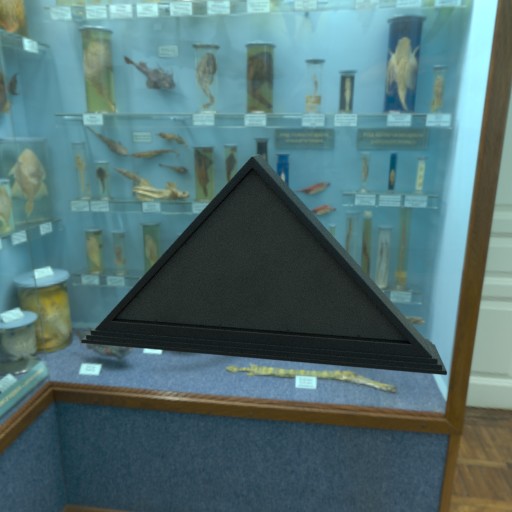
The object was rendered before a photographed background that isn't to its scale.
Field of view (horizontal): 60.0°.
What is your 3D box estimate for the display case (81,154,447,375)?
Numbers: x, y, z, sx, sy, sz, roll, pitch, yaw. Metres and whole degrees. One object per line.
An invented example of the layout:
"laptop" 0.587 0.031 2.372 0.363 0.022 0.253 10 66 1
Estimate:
"display case" 0.000 0.000 0.766 0.640 0.340 0.095 3 16 10
